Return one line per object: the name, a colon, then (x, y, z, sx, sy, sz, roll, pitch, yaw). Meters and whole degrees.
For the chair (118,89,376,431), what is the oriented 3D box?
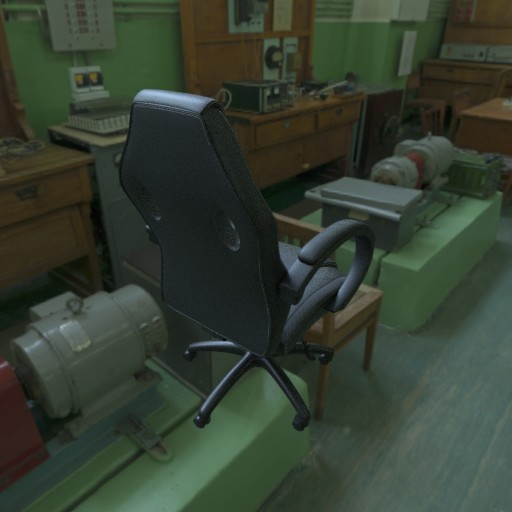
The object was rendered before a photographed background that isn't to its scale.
chair: (0.000, 0.000, 1.590, 0.673, 1.187, 0.724, 21, 35, 34)
